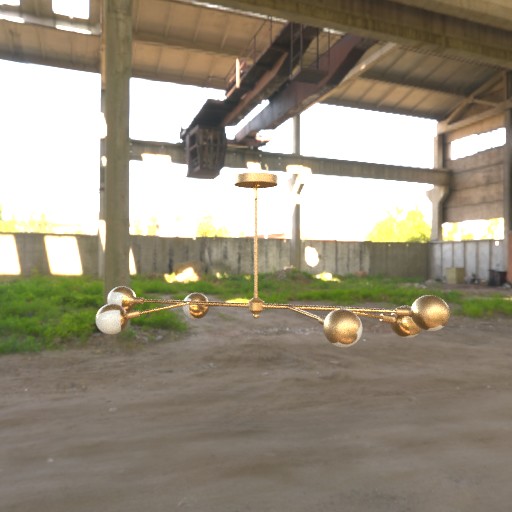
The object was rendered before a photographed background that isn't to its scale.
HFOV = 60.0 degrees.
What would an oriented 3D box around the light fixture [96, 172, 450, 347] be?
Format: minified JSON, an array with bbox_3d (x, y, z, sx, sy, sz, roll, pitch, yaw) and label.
[{"bbox_3d":[0.000,0.000,1.005,0.778,0.362,0.434,0,0,37],"label":"light fixture"}]
